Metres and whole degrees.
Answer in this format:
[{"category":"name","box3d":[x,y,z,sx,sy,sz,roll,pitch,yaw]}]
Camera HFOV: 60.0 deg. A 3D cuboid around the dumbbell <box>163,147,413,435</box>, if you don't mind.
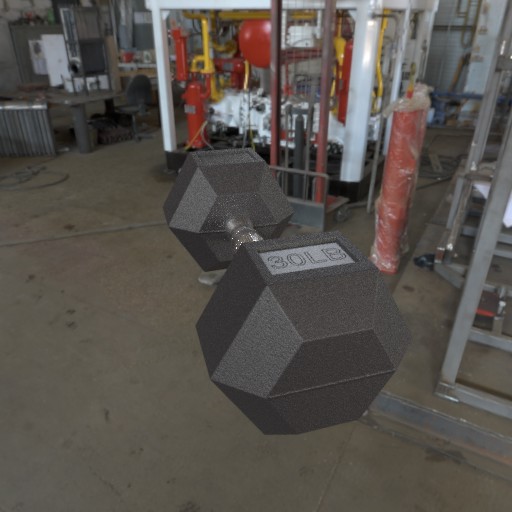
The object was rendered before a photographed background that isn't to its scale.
[{"category":"dumbbell","box3d":[0.000,0.000,0.410,0.142,0.123,0.337,-8,30,-14]}]
